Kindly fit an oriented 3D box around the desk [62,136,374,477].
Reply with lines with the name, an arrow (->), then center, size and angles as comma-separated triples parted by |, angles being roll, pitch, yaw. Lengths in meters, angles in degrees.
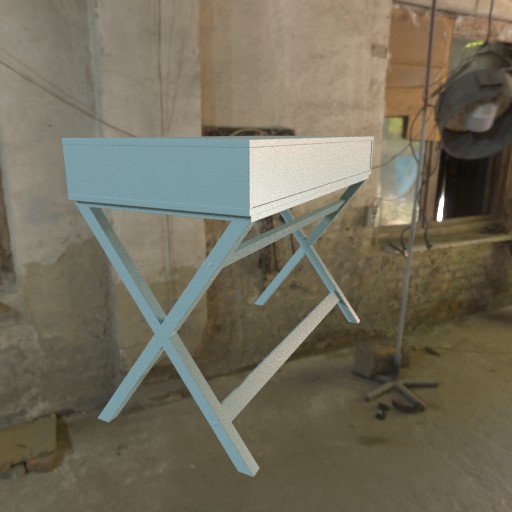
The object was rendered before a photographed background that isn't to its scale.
desk -> 0.000, 0.000, 1.504 | 0.509, 0.780, 1.059 | 8, 17, 26
